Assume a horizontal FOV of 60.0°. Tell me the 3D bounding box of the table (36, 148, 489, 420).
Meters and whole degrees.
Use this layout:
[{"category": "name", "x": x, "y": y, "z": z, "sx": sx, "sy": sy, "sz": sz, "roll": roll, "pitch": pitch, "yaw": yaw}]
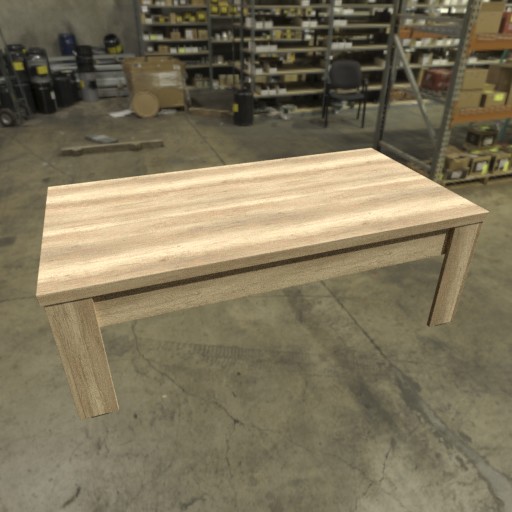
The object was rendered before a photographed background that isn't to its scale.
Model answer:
[{"category": "table", "x": 0.000, "y": 0.000, "z": 1.637, "sx": 1.350, "sy": 0.460, "sz": 0.700, "roll": -11, "pitch": 33, "yaw": -17}]
